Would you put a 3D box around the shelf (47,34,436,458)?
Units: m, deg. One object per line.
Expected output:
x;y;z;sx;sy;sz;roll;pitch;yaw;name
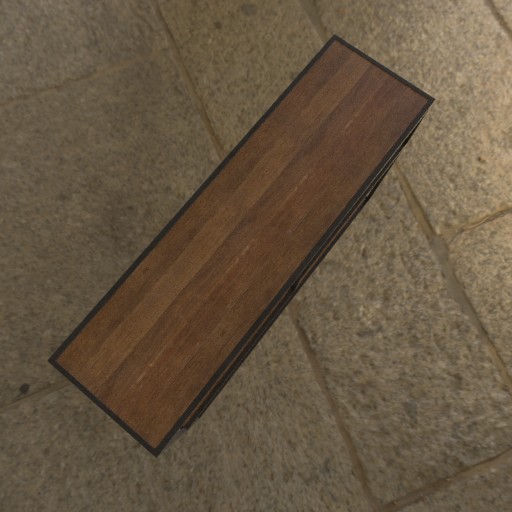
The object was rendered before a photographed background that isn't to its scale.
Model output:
0.000;0.000;1.539;0.361;0.765;1.201;37;79;9;shelf
